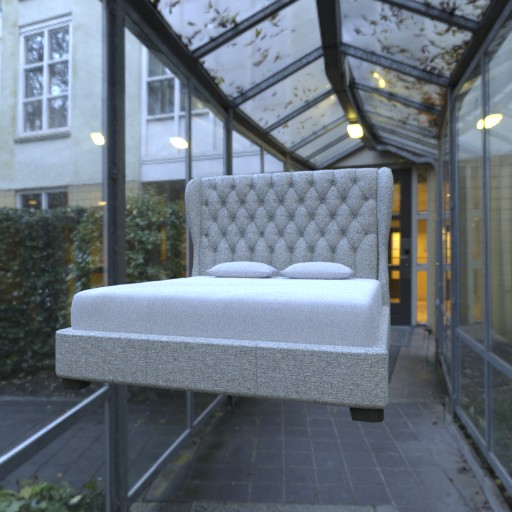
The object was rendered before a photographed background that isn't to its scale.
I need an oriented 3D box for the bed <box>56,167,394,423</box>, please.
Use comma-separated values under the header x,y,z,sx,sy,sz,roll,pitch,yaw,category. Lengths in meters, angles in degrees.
x,y,z,sx,sy,sz,roll,pitch,yaw,category
0.000,0.000,3.743,2.219,1.771,2.347,0,0,17,bed
